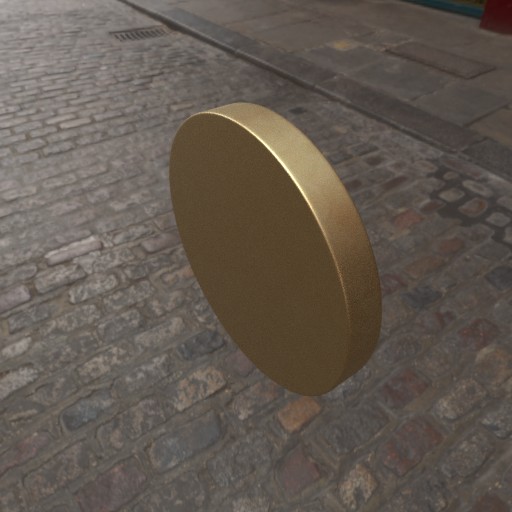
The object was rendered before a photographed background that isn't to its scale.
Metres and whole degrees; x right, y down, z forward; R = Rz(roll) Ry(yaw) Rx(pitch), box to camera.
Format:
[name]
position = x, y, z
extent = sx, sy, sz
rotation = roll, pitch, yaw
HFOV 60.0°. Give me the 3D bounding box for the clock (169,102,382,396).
[clock]
position = 0.000, 0.000, 0.479
extent = 0.040, 0.314, 0.314
rotation = -26, 47, -27
